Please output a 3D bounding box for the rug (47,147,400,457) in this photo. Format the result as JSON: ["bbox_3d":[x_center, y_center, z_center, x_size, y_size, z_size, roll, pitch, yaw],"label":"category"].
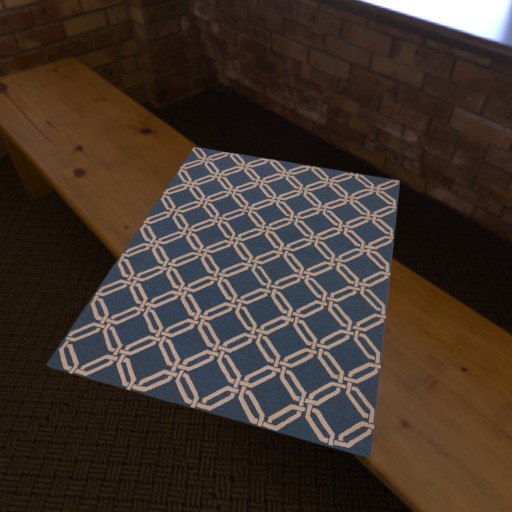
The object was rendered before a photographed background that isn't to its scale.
[{"bbox_3d":[0.000,0.000,3.850,2.277,0.020,2.867,12,48,11],"label":"rug"}]
